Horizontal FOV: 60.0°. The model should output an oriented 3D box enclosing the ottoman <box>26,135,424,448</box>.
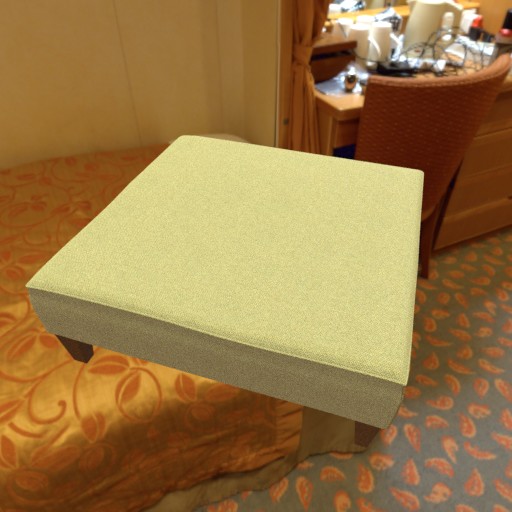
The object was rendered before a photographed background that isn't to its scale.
[{"bbox_3d":[0.000,0.000,1.507,1.004,0.379,0.968,12,42,14],"label":"ottoman"}]
